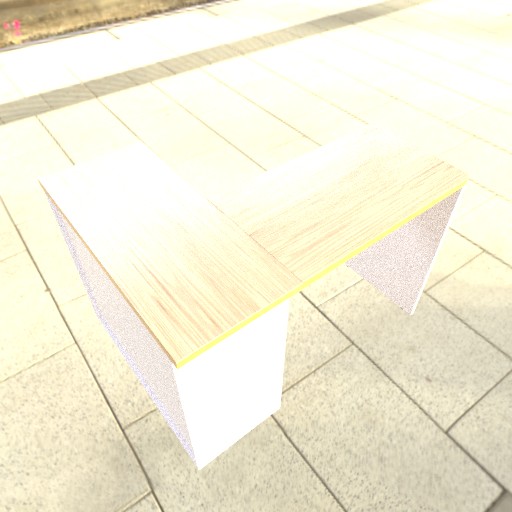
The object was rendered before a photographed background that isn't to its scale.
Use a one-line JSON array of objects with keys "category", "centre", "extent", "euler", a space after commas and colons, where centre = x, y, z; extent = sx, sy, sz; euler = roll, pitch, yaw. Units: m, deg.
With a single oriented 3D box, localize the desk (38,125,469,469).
[{"category": "desk", "centre": [0.000, 0.000, 1.773], "extent": [1.170, 0.760, 0.900], "euler": [-29, 52, -26]}]
